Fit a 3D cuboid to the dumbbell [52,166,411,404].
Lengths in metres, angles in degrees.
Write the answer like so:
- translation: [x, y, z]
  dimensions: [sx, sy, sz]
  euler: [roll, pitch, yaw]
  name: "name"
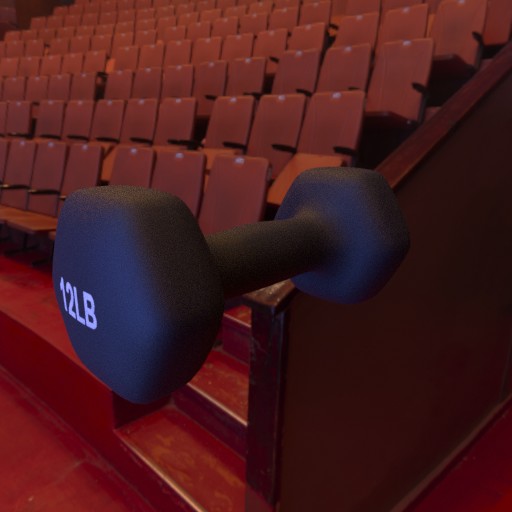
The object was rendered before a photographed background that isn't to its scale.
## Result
- translation: [0.000, 0.000, 0.282]
  dimensions: [0.231, 0.101, 0.112]
  euler: [-15, 21, -42]
  name: "dumbbell"
